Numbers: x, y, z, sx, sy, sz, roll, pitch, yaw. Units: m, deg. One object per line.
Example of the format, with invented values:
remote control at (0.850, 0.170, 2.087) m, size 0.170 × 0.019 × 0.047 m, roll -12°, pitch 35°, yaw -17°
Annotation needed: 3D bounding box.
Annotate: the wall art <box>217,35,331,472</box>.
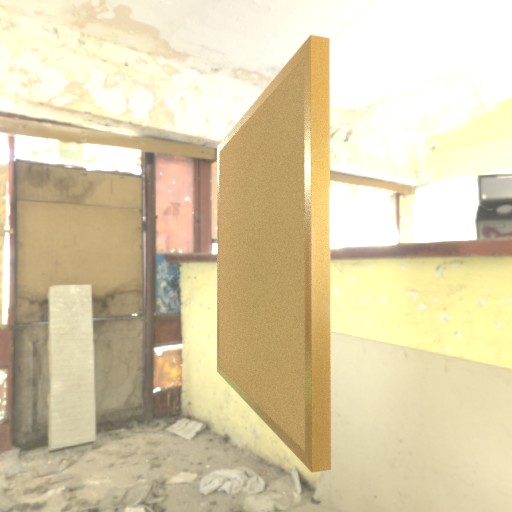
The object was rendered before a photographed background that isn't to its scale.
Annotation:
wall art at (0.000, 0.000, 1.138) m, size 0.037 × 0.760 × 0.762 m, roll 0°, pitch -1°, yaw -17°
